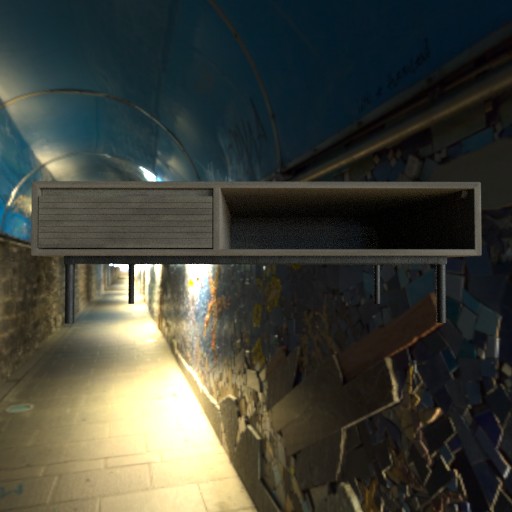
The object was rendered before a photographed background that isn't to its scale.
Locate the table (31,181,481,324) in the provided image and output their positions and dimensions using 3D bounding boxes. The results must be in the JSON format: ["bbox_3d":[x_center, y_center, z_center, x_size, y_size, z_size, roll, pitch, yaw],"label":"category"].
[{"bbox_3d":[0.000,0.000,1.387,1.088,0.347,0.643,0,-1,-1],"label":"table"}]
